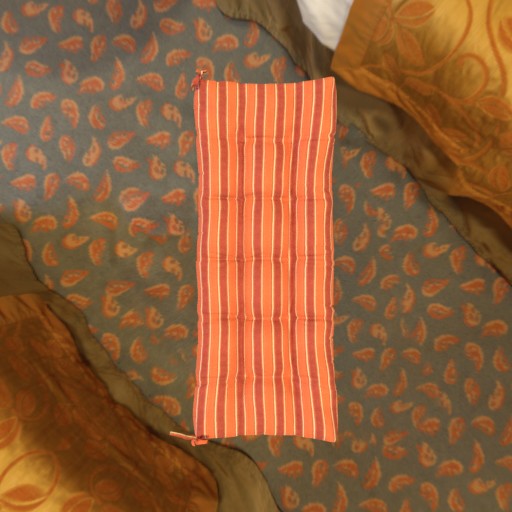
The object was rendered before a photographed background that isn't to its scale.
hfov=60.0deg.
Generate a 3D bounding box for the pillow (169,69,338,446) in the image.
[{"bbox_3d":[0.000,0.000,1.384,0.511,0.174,1.194,0,89,0],"label":"pillow"}]
